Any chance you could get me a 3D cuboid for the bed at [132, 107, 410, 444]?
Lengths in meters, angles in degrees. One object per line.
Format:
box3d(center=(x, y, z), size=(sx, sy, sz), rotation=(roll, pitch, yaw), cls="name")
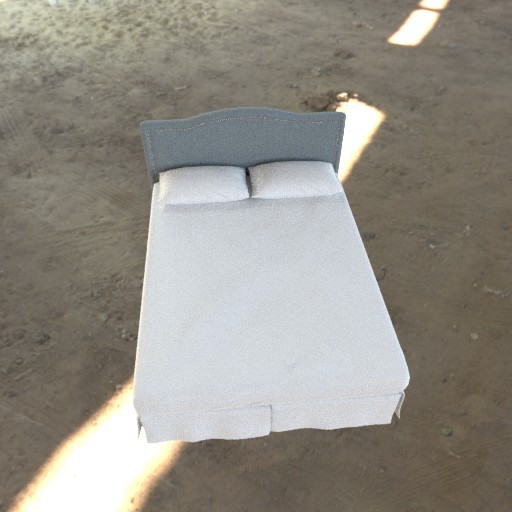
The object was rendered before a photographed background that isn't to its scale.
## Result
box3d(center=(0.000, 0.000, 3.975), size=(2.161, 1.457, 2.689), rotation=(-4, 47, -4), cls="bed")
